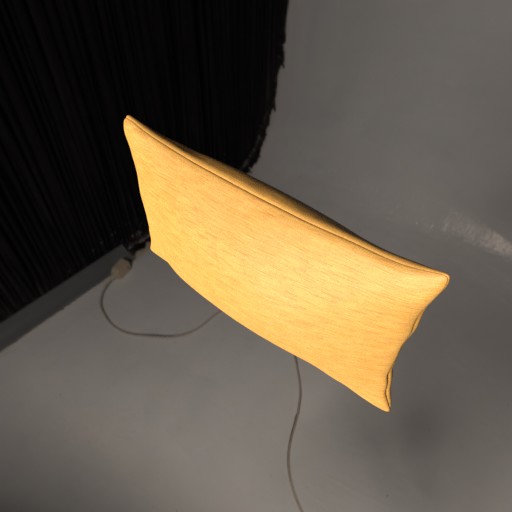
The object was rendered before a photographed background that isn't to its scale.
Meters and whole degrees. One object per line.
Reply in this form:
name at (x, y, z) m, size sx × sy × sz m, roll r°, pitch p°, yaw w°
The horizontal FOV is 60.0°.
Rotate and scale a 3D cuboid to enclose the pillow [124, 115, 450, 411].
pillow at (0.000, 0.000, 0.807) m, size 0.634 × 0.354 × 0.210 m, roll 31°, pitch 53°, yaw 27°
